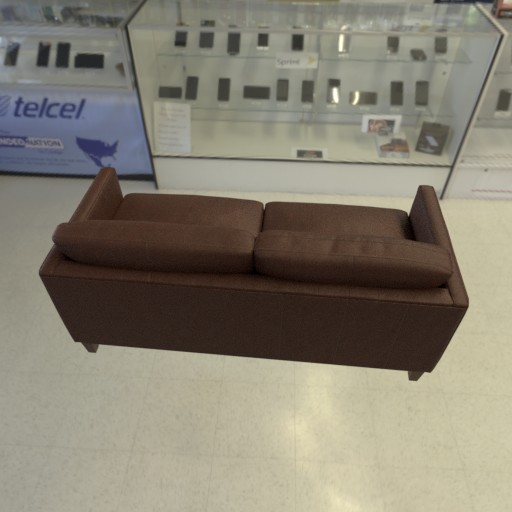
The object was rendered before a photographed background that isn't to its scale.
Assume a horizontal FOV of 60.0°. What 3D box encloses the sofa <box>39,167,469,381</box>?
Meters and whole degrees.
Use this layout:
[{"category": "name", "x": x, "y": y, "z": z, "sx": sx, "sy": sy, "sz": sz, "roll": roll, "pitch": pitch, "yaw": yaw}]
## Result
[{"category": "sofa", "x": 0.000, "y": 0.000, "z": 2.467, "sx": 1.971, "sy": 0.863, "sz": 0.923, "roll": 4, "pitch": 45, "yaw": 4}]
